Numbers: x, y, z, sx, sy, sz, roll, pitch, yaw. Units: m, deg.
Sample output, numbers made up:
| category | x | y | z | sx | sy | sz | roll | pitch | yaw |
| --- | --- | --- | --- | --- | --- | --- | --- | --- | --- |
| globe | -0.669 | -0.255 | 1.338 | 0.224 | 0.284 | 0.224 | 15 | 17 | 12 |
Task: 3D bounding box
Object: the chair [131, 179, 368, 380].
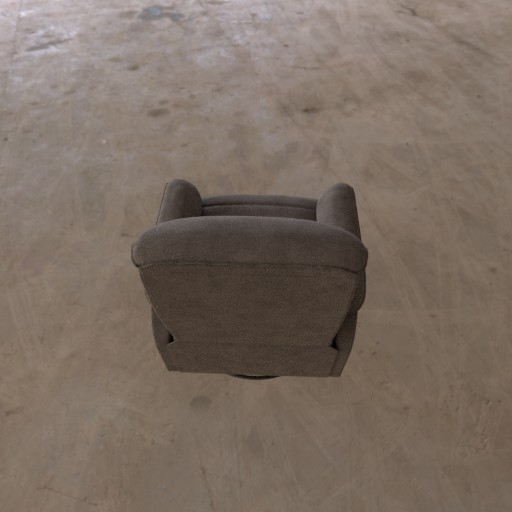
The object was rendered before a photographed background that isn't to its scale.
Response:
| category | x | y | z | sx | sy | sz | roll | pitch | yaw |
| --- | --- | --- | --- | --- | --- | --- | --- | --- | --- |
| chair | 0.000 | 0.000 | 1.728 | 0.830 | 1.036 | 1.009 | 2 | 45 | 2 |
